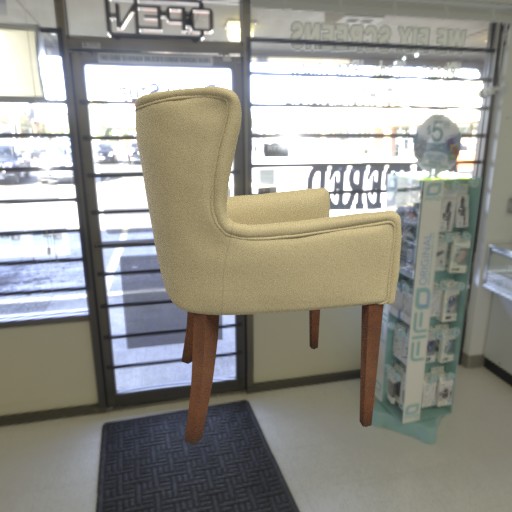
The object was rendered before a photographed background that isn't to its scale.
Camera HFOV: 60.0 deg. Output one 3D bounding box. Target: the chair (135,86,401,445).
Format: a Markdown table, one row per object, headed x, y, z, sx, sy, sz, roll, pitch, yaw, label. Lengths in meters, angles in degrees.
| x | y | z | sx | sy | sz | roll | pitch | yaw | label |
| --- | --- | --- | --- | --- | --- | --- | --- | --- | --- |
| 0.000 | 0.000 | 1.411 | 0.686 | 0.952 | 0.660 | -3 | 15 | -10 | chair |
